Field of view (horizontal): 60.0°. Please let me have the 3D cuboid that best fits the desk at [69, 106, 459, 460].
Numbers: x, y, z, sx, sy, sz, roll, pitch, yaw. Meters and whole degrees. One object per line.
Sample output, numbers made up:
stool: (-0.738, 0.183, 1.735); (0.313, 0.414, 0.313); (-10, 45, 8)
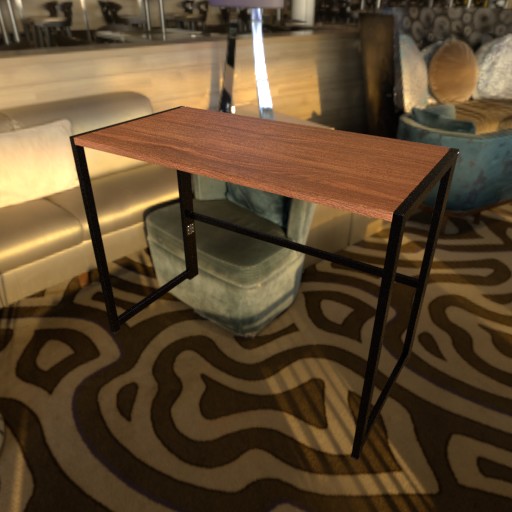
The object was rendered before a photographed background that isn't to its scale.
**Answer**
desk: (0.000, 0.000, 1.472); (1.016, 0.762, 0.508); (18, 35, 28)
